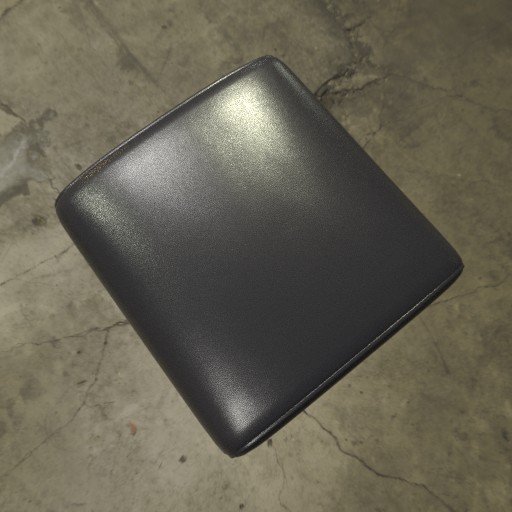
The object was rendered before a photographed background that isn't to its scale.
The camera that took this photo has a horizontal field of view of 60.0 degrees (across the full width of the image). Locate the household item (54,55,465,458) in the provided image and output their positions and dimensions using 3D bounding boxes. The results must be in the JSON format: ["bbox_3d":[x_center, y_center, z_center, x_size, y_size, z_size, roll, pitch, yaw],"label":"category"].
[{"bbox_3d":[0.000,0.000,0.869,0.530,0.410,0.530,-37,79,-9],"label":"household item"}]
